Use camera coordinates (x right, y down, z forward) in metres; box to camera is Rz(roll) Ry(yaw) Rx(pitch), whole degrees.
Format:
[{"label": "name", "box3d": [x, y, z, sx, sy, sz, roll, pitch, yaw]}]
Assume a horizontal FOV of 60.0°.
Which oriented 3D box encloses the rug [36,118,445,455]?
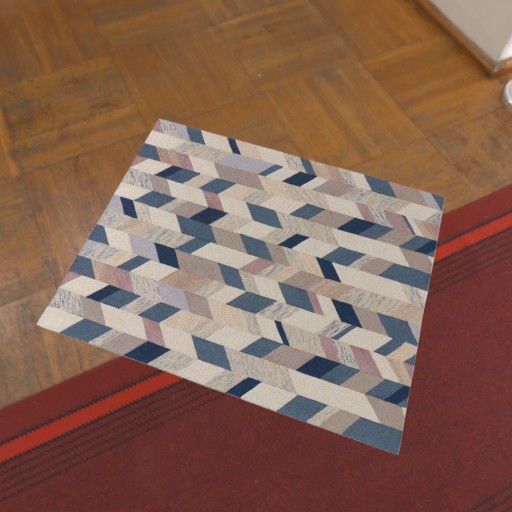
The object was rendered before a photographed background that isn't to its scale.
[{"label": "rug", "box3d": [0.000, 0.000, 4.021, 3.072, 0.011, 2.451, 17, 64, 9]}]
